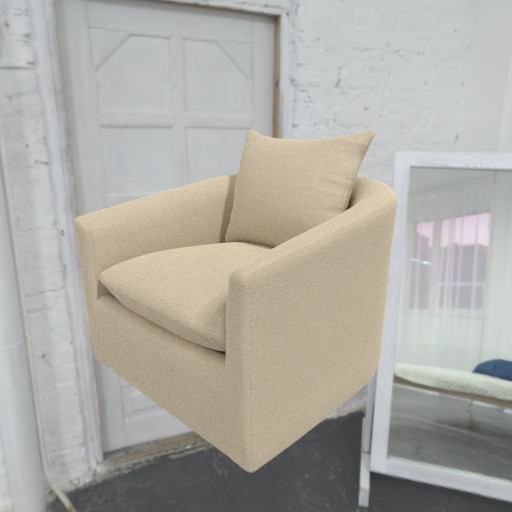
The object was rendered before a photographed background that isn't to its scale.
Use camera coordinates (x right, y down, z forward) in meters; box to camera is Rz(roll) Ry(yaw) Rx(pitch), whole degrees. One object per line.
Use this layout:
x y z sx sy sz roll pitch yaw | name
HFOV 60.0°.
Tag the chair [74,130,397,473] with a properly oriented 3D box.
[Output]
0.000 0.000 1.557 0.845 0.848 0.910 16 23 42 | chair
